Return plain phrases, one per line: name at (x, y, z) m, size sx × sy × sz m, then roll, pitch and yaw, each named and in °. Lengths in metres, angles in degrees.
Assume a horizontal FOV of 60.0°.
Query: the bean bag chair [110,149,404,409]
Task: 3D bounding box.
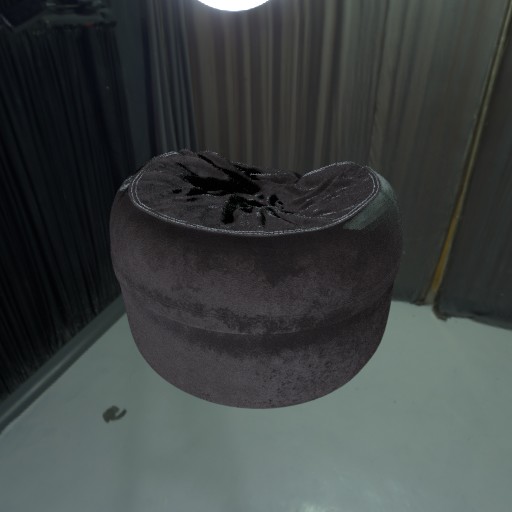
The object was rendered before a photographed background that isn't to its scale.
bean bag chair at (0.000, 0.000, 1.496) m, size 0.918 × 0.605 × 0.918 m, roll 0°, pitch 32°, yaw 0°
